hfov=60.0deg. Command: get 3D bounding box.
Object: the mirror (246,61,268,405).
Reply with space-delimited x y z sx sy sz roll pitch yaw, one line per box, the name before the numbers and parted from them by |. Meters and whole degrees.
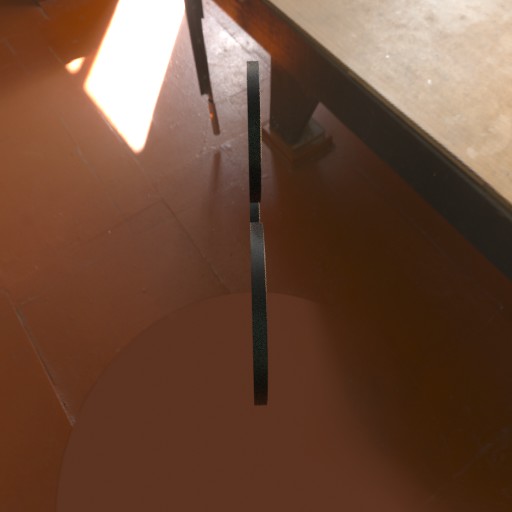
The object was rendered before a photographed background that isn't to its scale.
mirror | 0.000 0.000 3.255 0.076 2.096 2.160 -1 64 -1
